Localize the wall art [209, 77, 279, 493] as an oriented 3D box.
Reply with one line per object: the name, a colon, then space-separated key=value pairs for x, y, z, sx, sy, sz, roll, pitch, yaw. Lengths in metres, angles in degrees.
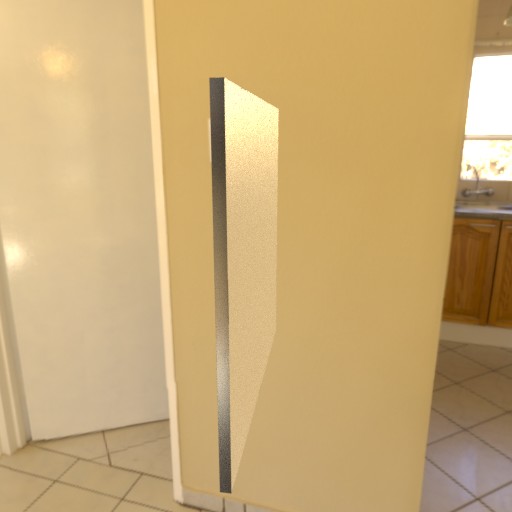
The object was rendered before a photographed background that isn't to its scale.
wall art: x=0.000 y=0.000 z=0.663 sx=0.014 sy=0.445 sz=0.446 roll=2 pitch=15 yaw=9
